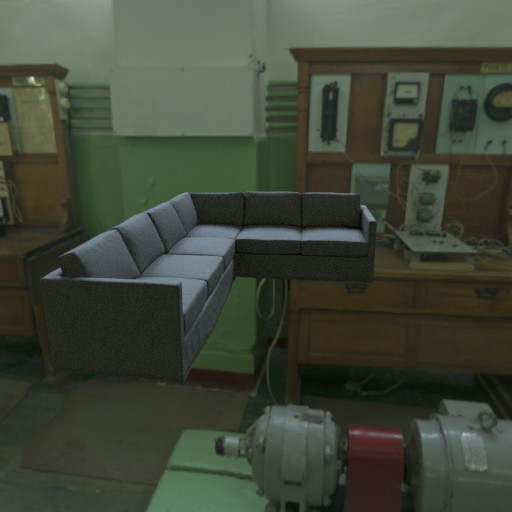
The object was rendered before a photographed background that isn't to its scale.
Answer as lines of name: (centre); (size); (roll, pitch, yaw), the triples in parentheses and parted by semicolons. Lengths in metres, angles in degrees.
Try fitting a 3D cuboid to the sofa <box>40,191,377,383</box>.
sofa: (0.000, 0.000, 4.274); (2.432, 0.871, 3.182); (2, 16, 6)
